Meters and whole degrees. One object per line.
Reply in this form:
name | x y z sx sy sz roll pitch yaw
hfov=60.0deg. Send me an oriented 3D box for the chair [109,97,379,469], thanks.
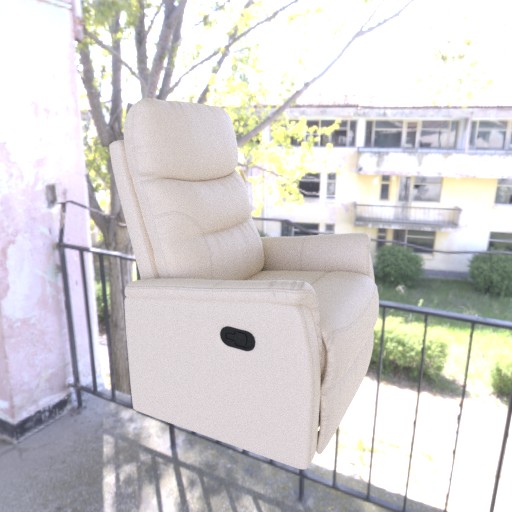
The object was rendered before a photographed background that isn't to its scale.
chair | 0.000 0.000 1.620 0.831 1.082 0.775 8 17 26
